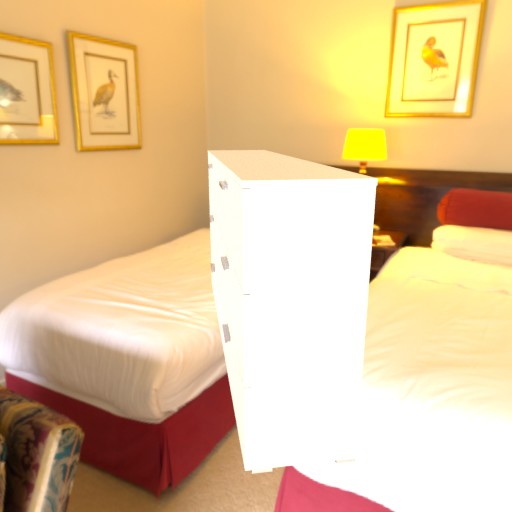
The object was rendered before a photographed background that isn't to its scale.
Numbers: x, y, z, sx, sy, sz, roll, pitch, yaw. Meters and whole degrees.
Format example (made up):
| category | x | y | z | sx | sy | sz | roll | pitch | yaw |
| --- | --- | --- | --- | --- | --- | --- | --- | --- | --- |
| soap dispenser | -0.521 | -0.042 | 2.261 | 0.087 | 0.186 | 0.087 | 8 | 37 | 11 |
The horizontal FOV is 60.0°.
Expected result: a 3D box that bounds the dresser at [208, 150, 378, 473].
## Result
| category | x | y | z | sx | sy | sz | roll | pitch | yaw |
| --- | --- | --- | --- | --- | --- | --- | --- | --- | --- |
| dresser | 0.000 | 0.000 | 1.841 | 0.333 | 0.790 | 1.535 | -2 | 16 | -8 |
